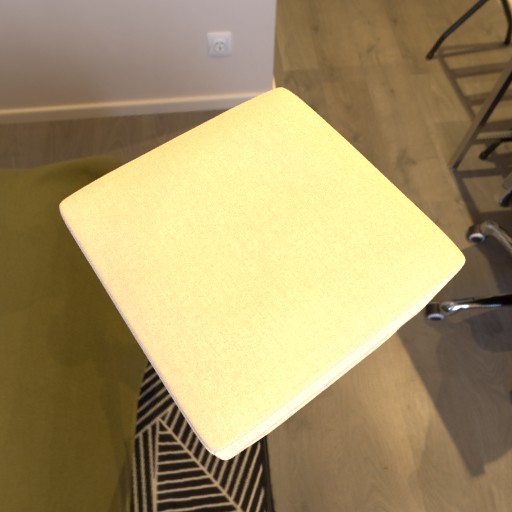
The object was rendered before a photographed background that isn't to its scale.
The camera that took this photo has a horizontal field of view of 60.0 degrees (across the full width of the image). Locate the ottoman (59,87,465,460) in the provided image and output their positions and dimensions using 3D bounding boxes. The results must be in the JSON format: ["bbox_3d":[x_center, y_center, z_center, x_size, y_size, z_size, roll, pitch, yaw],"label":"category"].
[{"bbox_3d":[0.000,0.000,1.367,0.843,0.436,0.840,-33,67,-16],"label":"ottoman"}]
